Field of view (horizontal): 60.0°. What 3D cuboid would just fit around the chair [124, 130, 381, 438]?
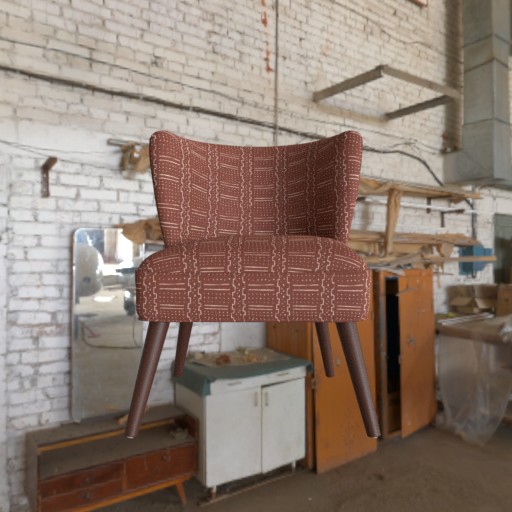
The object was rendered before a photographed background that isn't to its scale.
[{"bbox_3d":[0.000,0.000,1.418,0.706,0.866,0.758,0,0,0],"label":"chair"}]
